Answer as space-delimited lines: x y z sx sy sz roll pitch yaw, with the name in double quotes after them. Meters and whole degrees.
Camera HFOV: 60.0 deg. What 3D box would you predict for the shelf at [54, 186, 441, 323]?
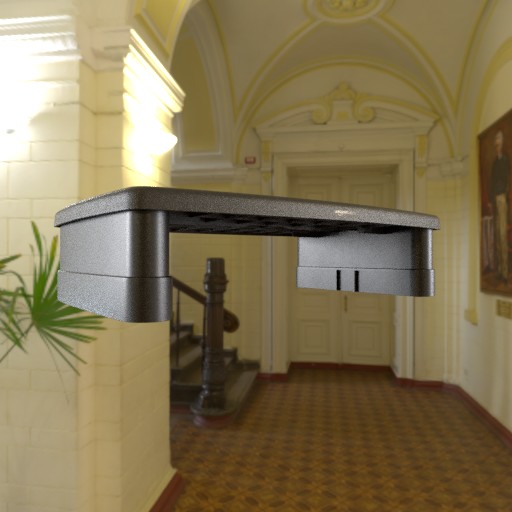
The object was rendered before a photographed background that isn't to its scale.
0.000 0.000 0.523 0.410 0.100 0.280 0 0 -37 "shelf"
